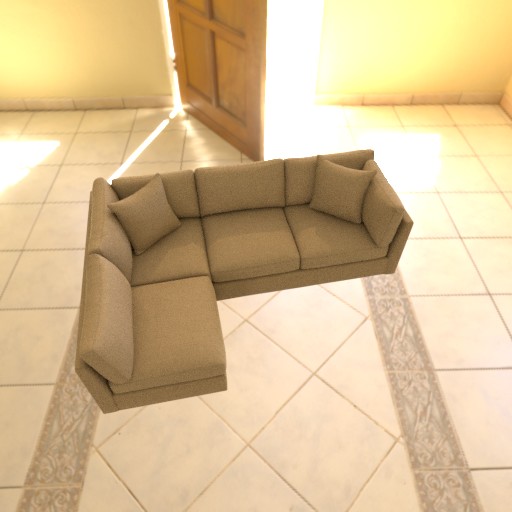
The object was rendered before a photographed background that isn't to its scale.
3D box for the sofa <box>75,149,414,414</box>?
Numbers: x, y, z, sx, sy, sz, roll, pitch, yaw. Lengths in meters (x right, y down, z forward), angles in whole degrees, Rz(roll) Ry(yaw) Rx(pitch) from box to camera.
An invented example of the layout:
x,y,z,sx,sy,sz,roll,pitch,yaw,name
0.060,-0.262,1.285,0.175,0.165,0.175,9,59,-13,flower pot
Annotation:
x,y,z,sx,sy,sz,roll,pitch,yaw,name
0.000,0.000,3.970,2.896,0.978,1.994,-8,47,-8,sofa
